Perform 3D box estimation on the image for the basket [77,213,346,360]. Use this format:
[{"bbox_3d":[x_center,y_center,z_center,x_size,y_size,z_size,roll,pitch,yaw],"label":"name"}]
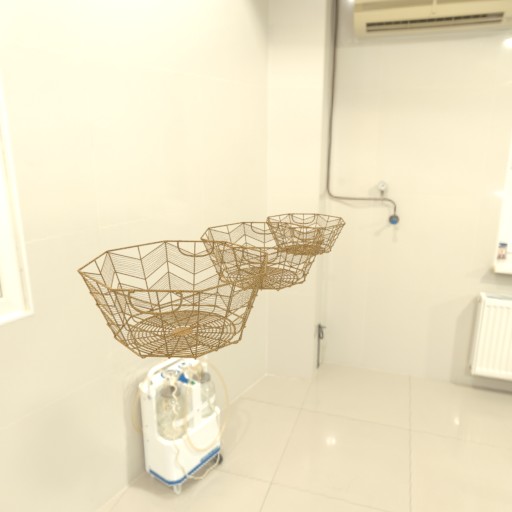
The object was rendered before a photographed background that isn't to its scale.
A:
[{"bbox_3d":[0.000,0.000,1.383,0.432,0.178,1.245,7,17,24],"label":"basket"}]
